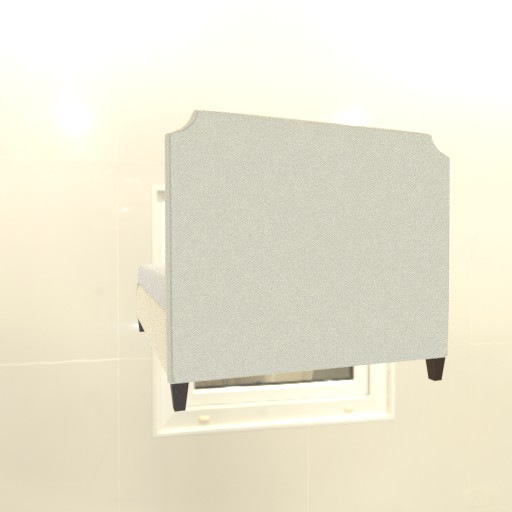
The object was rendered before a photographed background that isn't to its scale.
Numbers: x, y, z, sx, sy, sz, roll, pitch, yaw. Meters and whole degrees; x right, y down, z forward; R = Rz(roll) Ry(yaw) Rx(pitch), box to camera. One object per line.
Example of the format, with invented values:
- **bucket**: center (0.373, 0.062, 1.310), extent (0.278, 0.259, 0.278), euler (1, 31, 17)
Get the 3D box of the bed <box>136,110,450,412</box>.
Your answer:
- **bed**: center (0.000, 0.000, 3.504), extent (1.712, 1.497, 2.372), euler (0, 1, -19)
